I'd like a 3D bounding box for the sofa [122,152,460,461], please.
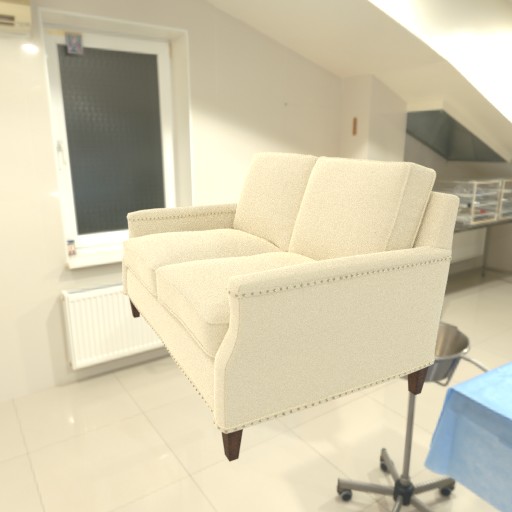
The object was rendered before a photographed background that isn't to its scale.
[{"bbox_3d":[0.000,0.000,2.260,1.084,1.003,1.597,-8,17,-27],"label":"sofa"}]
